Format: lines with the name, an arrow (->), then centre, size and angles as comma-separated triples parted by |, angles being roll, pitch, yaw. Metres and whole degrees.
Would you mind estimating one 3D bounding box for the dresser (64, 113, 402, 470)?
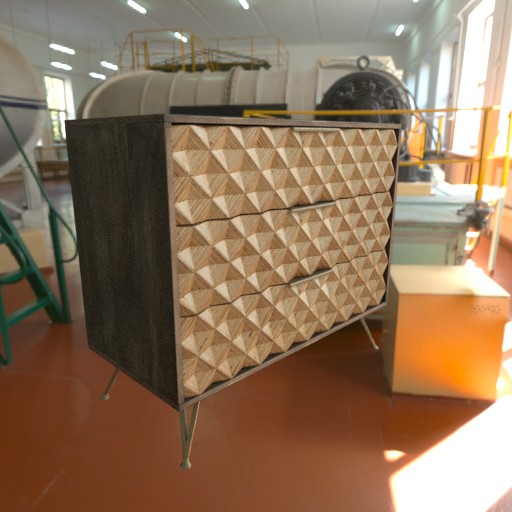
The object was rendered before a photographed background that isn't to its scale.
dresser -> 0.000, 0.000, 1.387 | 0.453, 0.801, 0.923 | 14, 21, 43
